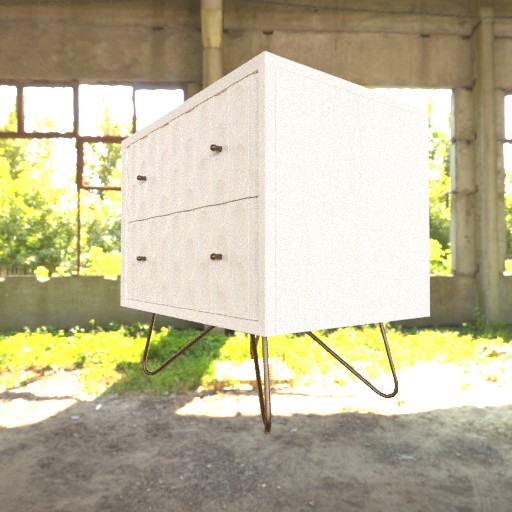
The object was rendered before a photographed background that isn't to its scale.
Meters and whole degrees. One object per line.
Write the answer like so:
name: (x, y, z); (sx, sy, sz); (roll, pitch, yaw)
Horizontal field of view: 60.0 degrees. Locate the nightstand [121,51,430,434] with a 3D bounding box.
nightstand: (0.000, 0.000, 1.034); (0.447, 0.604, 0.614); (1, -1, -37)
